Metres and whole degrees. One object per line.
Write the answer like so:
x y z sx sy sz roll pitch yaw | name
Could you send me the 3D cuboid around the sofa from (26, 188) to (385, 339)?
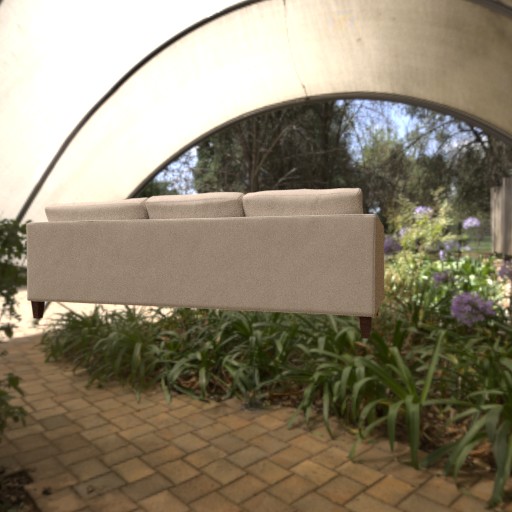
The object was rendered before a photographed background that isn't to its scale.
0.000 0.000 4.273 2.432 0.863 3.182 0 1 18 | sofa
